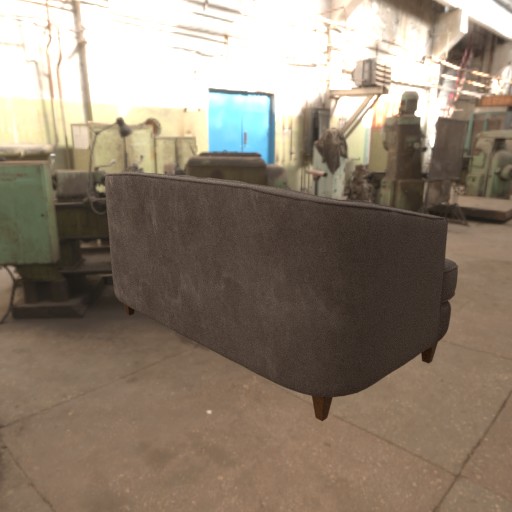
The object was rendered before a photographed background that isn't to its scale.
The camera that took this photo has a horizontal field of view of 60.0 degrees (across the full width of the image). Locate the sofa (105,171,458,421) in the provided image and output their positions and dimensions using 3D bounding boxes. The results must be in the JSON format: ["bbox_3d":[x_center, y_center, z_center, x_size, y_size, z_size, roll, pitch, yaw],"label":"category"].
[{"bbox_3d":[0.000,0.000,2.281,0.941,0.855,1.733,-14,21,-43],"label":"sofa"}]
